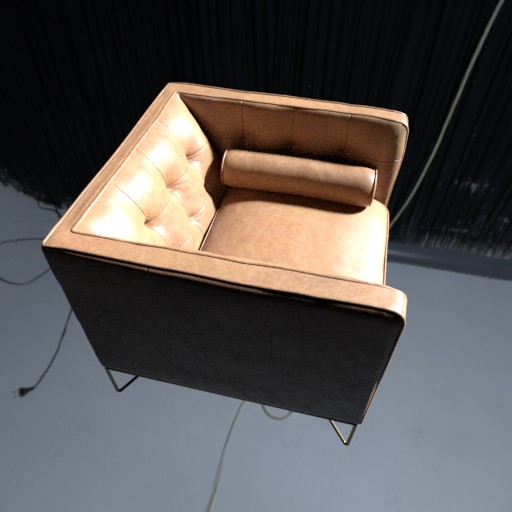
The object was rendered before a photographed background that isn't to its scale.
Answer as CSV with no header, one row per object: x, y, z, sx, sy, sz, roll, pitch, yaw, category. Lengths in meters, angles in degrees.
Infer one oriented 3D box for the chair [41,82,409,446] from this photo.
0.000,0.000,1.602,0.912,0.797,0.920,10,48,9,chair
